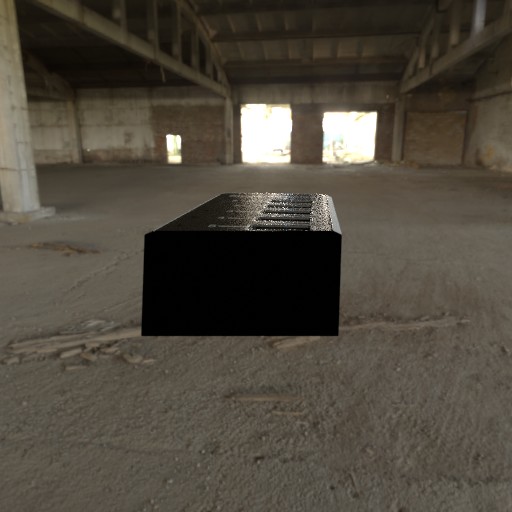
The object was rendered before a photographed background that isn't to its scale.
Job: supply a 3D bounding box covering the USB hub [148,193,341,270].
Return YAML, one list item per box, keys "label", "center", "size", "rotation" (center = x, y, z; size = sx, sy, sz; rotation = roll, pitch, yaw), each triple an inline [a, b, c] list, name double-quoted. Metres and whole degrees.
- label: "USB hub"
  center: [0.000, 0.000, 0.124]
  size: [0.044, 0.023, 0.110]
  rotation: [2, 15, 7]
